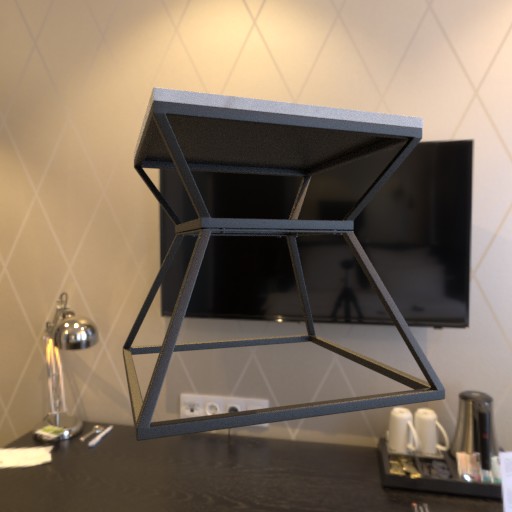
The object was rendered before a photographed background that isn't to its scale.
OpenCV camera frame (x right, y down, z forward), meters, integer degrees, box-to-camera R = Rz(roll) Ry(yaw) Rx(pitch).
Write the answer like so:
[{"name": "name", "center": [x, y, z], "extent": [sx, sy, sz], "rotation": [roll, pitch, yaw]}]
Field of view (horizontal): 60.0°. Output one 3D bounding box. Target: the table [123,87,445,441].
[{"name": "table", "center": [0.000, 0.000, 0.812], "extent": [0.455, 0.431, 0.455], "rotation": [0, 1, -19]}]
